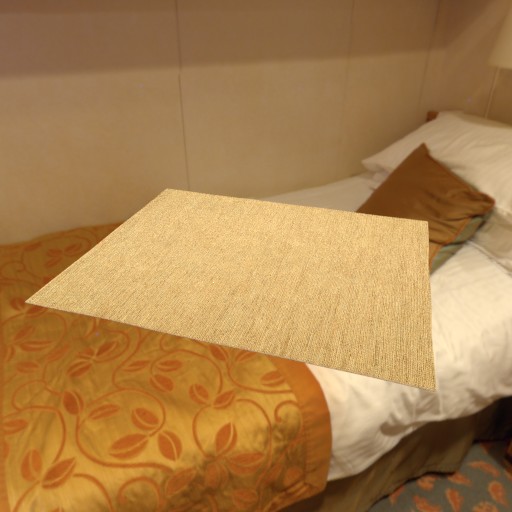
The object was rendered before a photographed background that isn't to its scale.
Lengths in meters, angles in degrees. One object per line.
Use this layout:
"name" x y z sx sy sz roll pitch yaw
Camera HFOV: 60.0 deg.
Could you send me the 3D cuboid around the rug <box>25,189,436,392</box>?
"rug" 0.000 0.000 4.055 3.034 0.012 2.406 9 32 15
